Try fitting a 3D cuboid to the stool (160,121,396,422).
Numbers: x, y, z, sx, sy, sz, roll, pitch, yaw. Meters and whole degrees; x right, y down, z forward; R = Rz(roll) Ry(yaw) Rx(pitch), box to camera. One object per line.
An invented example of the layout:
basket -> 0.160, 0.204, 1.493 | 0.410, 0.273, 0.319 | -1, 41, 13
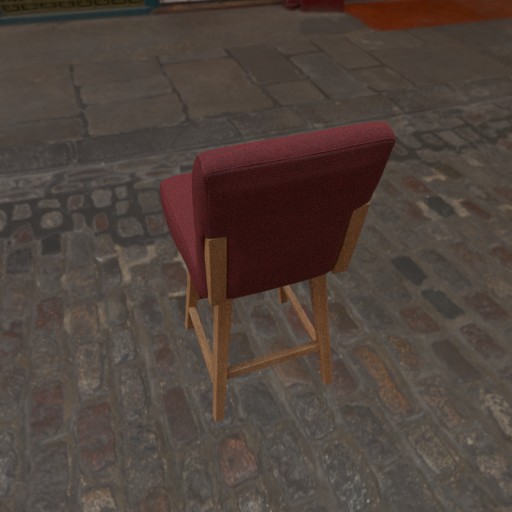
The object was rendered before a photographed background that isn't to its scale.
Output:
stool -> 0.000, 0.000, 1.359 | 0.468, 1.038, 0.562 | -14, 44, -15
